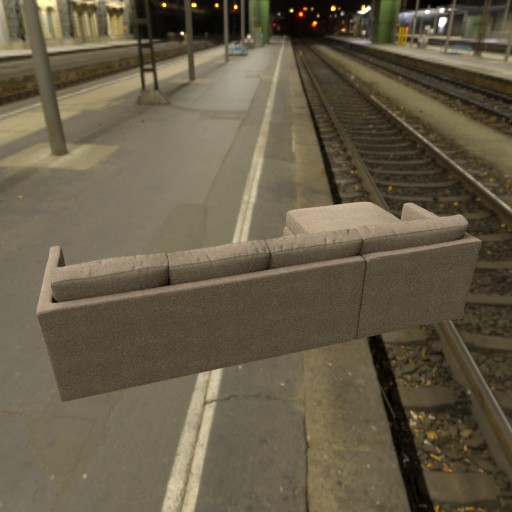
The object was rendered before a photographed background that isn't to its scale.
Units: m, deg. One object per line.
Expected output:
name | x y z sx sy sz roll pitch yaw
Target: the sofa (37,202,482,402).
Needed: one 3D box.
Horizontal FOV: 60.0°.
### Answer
sofa | 0.000 0.000 3.797 3.205 0.922 1.650 -8 28 -16
